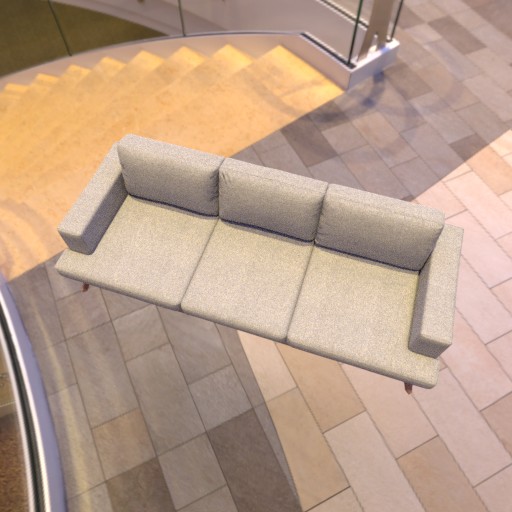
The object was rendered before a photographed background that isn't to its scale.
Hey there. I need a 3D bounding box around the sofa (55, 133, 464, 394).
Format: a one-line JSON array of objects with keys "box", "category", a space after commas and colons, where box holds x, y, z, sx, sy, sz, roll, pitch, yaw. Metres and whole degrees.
[{"box": [0.000, 0.000, 2.720, 2.310, 0.810, 0.920, 16, 60, 9], "category": "sofa"}]
